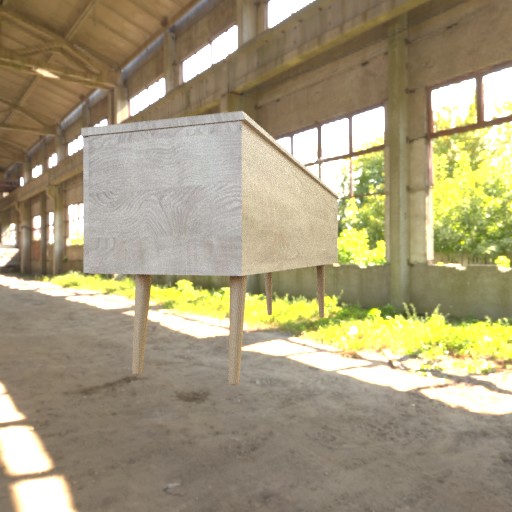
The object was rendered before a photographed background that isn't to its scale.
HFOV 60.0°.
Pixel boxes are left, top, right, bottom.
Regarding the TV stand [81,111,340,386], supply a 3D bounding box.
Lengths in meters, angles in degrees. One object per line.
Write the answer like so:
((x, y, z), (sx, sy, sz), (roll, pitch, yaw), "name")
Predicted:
((0.000, 0.000, 1.534), (0.401, 0.565, 1.313), (0, 0, 18), "TV stand")
